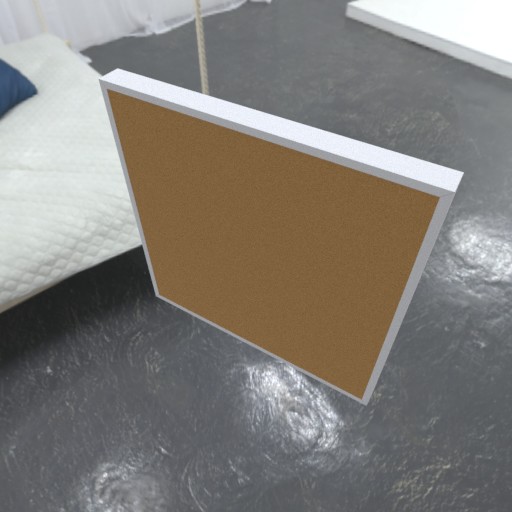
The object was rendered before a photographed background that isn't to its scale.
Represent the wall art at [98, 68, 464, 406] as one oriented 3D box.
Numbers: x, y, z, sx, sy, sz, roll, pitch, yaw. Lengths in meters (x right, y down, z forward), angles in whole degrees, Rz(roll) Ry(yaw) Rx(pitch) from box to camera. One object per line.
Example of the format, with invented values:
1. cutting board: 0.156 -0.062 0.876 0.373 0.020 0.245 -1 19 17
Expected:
1. wall art: 0.000 0.000 0.750 0.509 0.509 0.040 24 51 21
